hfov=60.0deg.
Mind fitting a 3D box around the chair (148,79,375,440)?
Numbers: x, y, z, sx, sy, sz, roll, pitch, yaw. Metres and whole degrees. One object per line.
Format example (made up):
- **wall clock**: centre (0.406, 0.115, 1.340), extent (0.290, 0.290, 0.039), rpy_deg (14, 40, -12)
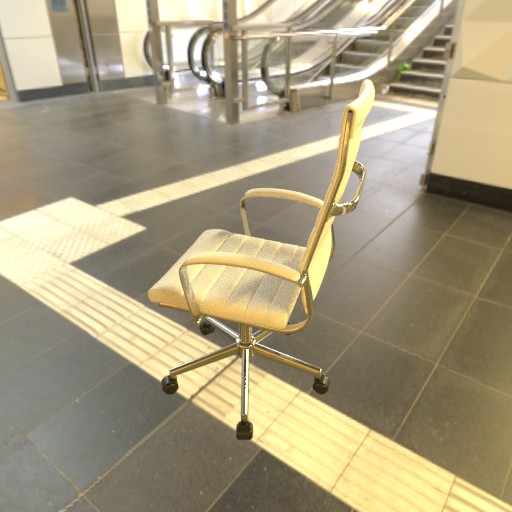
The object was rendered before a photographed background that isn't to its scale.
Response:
- **chair**: centre (0.000, 0.000, 1.576), extent (0.679, 1.149, 0.679), rpy_deg (9, 31, 15)
